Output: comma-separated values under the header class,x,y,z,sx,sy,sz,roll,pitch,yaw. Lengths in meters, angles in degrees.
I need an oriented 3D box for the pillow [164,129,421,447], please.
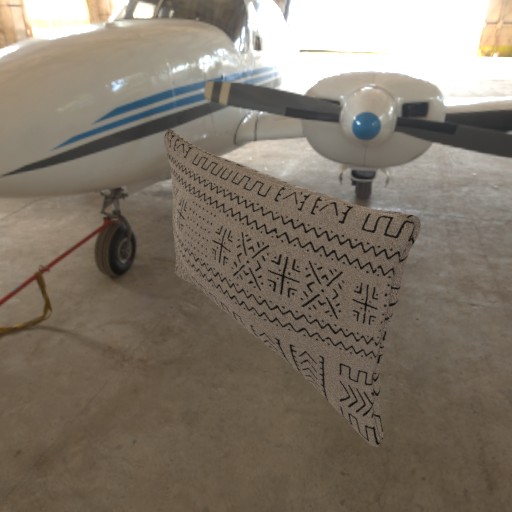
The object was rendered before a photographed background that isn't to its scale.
class,x,y,z,sx,sy,sz,roll,pitch,yaw
pillow,0.000,0.000,0.793,0.188,0.352,0.637,-18,32,-32
